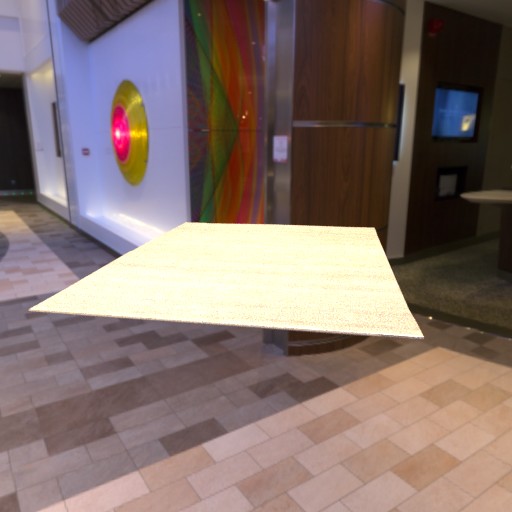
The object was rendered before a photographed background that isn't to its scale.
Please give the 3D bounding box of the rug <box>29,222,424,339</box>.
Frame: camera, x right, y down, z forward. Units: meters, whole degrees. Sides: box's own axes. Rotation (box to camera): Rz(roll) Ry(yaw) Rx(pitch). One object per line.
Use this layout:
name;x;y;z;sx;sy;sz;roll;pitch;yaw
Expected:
rug;0.000;0.000;4.219;2.467;0.046;3.245;3;15;10
